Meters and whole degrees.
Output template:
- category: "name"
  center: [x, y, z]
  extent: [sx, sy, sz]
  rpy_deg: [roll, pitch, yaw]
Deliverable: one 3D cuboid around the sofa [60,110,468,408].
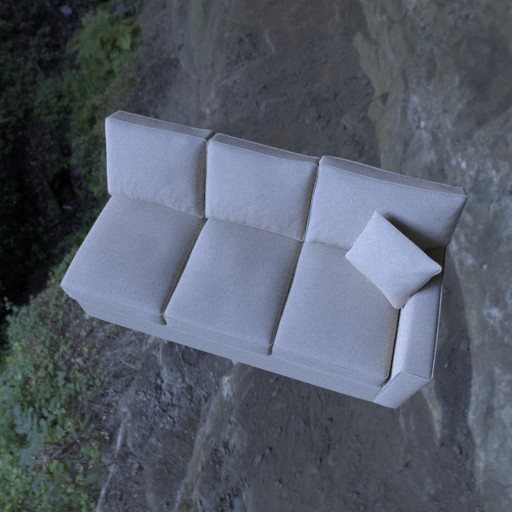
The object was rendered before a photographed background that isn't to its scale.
- category: "sofa"
  center: [0.000, 0.000, 2.505]
  extent: [1.963, 0.946, 1.034]
  rpy_deg: [15, 60, 9]
